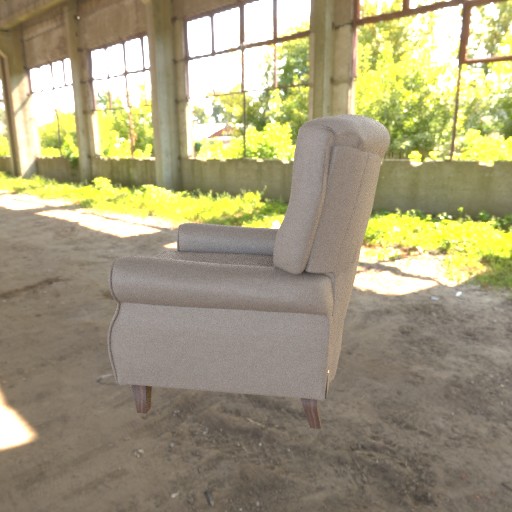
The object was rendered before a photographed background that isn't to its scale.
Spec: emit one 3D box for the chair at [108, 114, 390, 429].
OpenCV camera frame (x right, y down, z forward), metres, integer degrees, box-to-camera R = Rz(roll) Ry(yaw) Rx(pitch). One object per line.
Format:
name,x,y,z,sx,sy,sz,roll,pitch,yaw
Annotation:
chair,0.000,0.000,1.910,1.041,1.138,0.999,2,14,8
